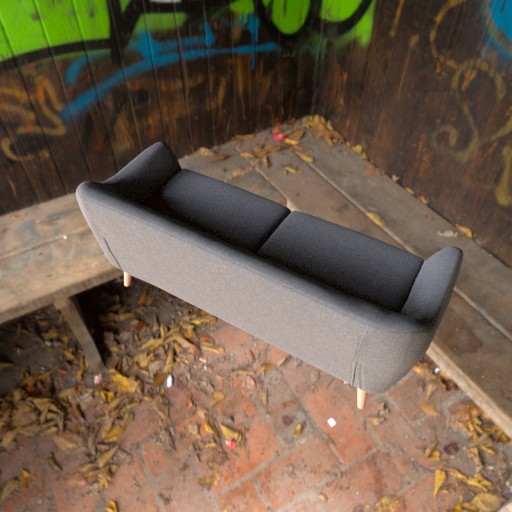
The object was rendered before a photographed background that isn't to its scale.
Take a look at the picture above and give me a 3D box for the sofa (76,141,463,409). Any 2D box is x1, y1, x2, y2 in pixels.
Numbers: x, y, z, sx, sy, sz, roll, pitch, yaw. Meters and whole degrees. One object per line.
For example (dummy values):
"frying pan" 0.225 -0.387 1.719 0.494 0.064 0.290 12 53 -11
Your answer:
"sofa" 0.000 0.000 2.275 1.840 0.820 0.820 23 51 20
